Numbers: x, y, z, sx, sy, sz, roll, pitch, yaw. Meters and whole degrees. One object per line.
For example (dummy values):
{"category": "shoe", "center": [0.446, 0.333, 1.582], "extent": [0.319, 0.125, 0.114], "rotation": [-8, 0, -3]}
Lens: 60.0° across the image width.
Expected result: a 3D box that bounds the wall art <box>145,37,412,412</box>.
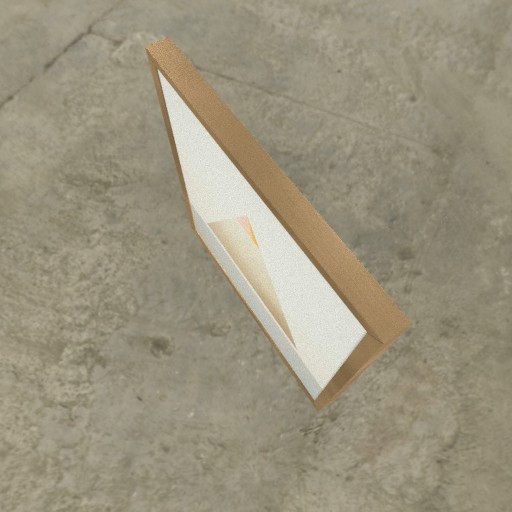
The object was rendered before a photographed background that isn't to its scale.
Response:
{"category": "wall art", "center": [0.000, 0.000, 0.765], "extent": [0.038, 0.511, 0.513], "rotation": [-31, 67, -14]}
